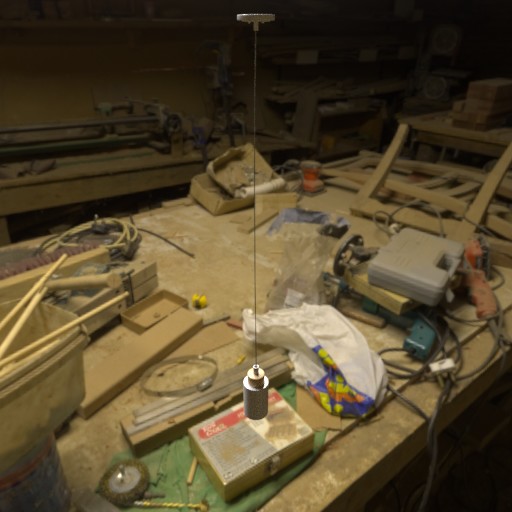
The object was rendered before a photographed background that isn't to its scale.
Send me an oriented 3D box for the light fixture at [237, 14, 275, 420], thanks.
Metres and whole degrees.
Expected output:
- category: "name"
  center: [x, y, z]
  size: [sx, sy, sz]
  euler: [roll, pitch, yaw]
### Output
- category: "light fixture"
  center: [0.000, 0.000, 1.880]
  size: [0.125, 1.798, 0.125]
  euler: [-19, 33, -33]
